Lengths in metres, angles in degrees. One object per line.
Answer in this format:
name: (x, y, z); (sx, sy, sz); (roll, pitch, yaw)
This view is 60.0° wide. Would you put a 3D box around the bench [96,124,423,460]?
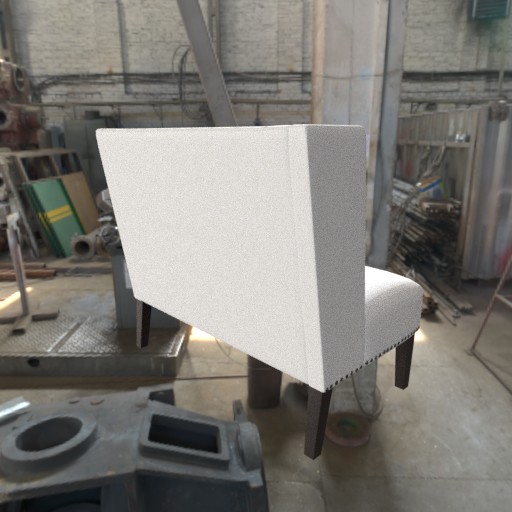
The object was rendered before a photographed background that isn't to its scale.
bench: (0.000, 0.000, 2.027); (0.847, 1.123, 1.280); (-14, 21, -42)
